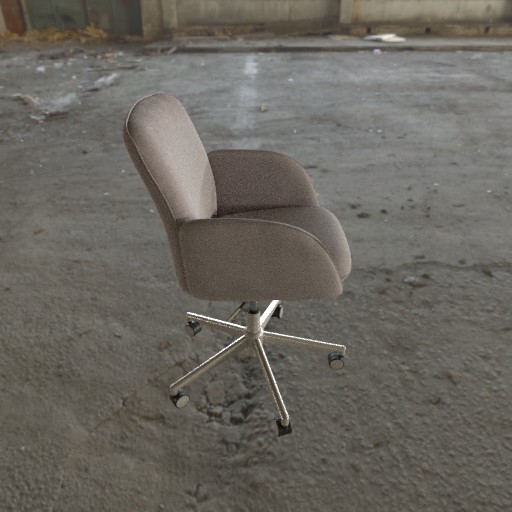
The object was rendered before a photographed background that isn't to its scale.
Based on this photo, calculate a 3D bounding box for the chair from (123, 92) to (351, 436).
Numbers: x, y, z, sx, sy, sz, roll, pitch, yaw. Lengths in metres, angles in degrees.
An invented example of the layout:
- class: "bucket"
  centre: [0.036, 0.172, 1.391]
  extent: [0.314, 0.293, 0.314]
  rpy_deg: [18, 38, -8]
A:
- class: "chair"
  centre: [0.000, 0.000, 1.420]
  extent: [0.654, 0.959, 0.648]
  rpy_deg: [0, 31, 0]
